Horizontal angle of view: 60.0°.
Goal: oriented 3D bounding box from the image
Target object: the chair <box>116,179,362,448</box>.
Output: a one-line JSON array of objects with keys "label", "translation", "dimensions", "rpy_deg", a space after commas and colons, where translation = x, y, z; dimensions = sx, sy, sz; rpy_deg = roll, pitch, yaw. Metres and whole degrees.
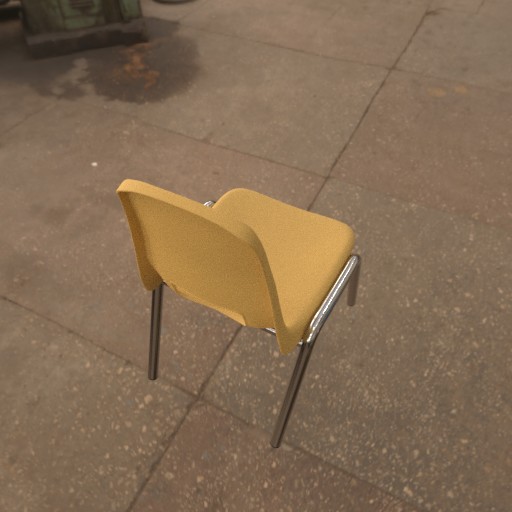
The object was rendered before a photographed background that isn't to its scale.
[{"label": "chair", "translation": [0.000, 0.000, 0.845], "dimensions": [0.354, 0.586, 0.423], "rpy_deg": [22, 52, 18]}]
